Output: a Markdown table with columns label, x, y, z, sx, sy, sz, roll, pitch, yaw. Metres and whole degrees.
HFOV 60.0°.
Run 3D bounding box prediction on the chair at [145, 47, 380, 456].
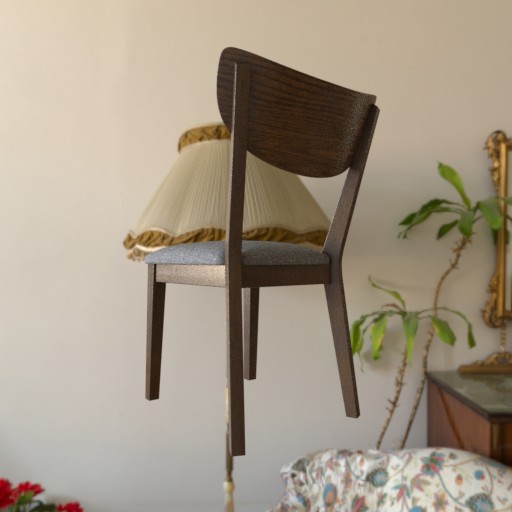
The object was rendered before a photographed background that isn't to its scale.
| label | x | y | z | sx | sy | sz | roll | pitch | yaw |
| --- | --- | --- | --- | --- | --- | --- | --- | --- | --- |
| chair | 0.000 | 0.000 | 1.211 | 0.491 | 0.849 | 0.583 | 0 | 0 | -37 |
